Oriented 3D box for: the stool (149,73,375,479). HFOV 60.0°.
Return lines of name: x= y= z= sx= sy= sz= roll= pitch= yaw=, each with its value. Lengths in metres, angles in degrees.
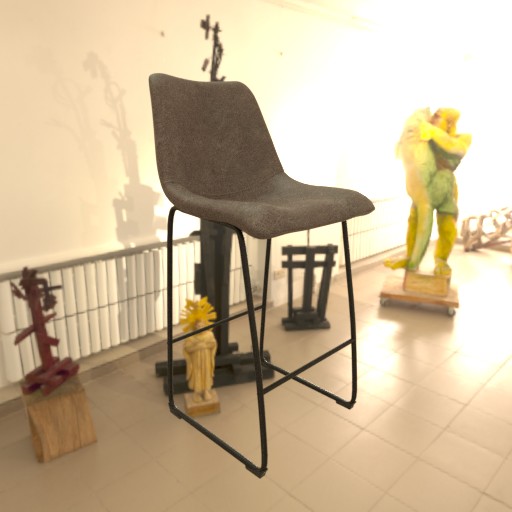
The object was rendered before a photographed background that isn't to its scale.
stool: x=0.000 y=0.000 z=1.387 sx=0.561 sy=1.082 sz=0.514 roll=15 pitch=22 yaw=43
